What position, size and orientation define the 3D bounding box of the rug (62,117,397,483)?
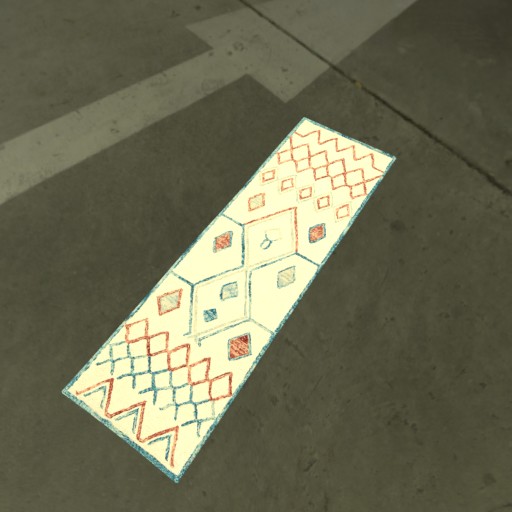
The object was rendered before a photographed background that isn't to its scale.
[{"bbox_3d":[0.000,0.000,2.665,0.750,0.011,2.435,29,62,17],"label":"rug"}]
